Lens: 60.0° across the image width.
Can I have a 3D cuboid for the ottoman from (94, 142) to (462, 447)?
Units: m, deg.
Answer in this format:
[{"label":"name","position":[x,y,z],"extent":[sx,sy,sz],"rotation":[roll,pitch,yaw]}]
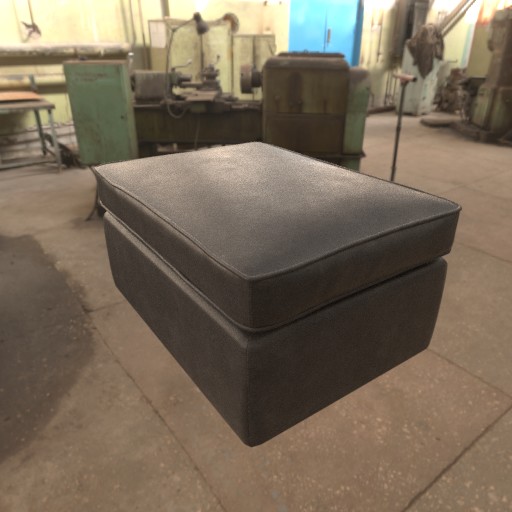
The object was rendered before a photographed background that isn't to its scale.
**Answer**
[{"label":"ottoman","position":[0.000,0.000,1.123],"extent":[0.554,0.445,0.756],"rotation":[-17,31,-31]}]
